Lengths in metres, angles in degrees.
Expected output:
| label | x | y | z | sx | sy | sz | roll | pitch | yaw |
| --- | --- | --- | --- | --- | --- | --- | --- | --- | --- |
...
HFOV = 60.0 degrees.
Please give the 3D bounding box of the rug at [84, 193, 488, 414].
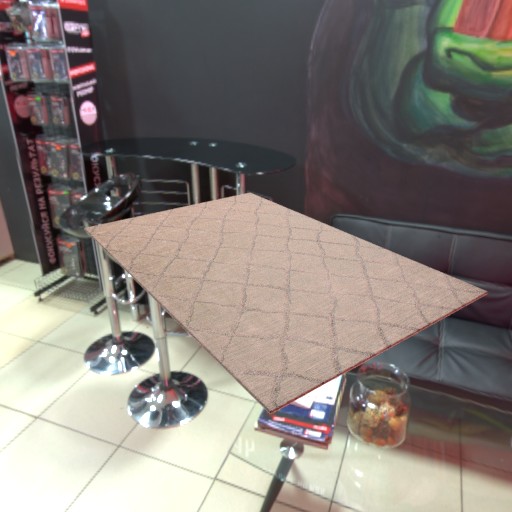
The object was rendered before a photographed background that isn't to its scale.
| label | x | y | z | sx | sy | sz | roll | pitch | yaw |
| --- | --- | --- | --- | --- | --- | --- | --- | --- | --- |
| rug | 0.000 | 0.000 | 2.883 | 1.521 | 0.015 | 2.280 | -17 | 30 | -32 |
